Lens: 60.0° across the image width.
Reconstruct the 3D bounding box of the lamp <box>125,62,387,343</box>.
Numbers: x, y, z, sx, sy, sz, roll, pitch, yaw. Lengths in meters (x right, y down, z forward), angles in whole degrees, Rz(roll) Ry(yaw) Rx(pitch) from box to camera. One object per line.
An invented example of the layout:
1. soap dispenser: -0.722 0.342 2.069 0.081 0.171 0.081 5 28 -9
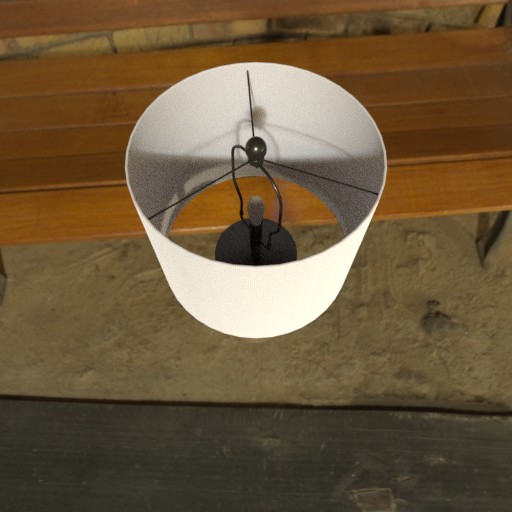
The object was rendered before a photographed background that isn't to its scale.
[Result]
1. lamp: 0.000 0.000 0.756 0.304 0.573 0.304 -33 67 -16
